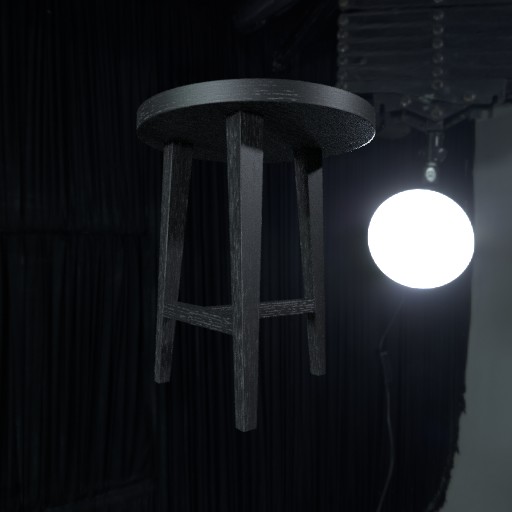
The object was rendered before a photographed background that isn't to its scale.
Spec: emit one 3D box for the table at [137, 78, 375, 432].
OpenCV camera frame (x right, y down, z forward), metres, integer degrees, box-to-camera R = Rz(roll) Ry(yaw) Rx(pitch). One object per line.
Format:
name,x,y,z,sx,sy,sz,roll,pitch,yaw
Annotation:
table,0.000,0.000,0.770,0.399,0.460,0.399,0,0,0
